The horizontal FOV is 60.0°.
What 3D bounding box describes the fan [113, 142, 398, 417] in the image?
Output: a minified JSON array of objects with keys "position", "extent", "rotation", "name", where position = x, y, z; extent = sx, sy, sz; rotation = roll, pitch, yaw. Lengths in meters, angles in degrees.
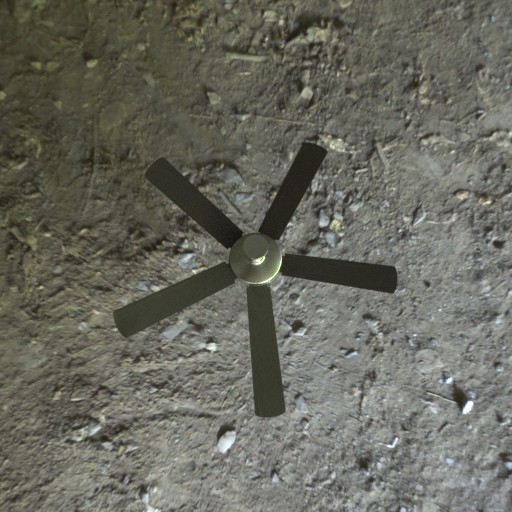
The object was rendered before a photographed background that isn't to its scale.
[{"position":[0.000,0.000,2.011],"extent":[1.321,0.356,1.321],"rotation":[18,78,4],"name":"fan"}]
